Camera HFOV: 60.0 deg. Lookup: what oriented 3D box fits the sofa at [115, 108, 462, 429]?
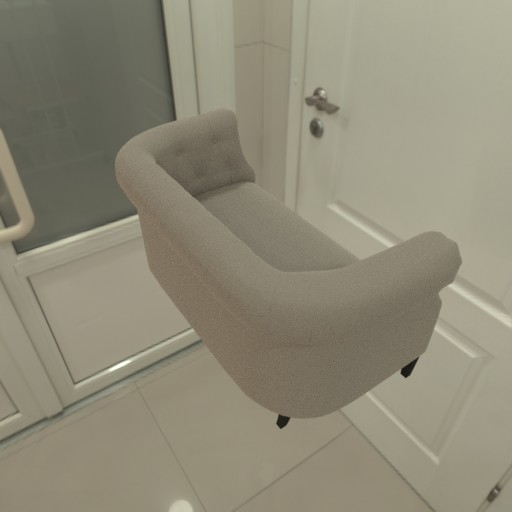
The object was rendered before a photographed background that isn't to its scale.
[{"bbox_3d":[0.000,0.000,2.027,0.835,0.827,1.558,-23,45,-26],"label":"sofa"}]
